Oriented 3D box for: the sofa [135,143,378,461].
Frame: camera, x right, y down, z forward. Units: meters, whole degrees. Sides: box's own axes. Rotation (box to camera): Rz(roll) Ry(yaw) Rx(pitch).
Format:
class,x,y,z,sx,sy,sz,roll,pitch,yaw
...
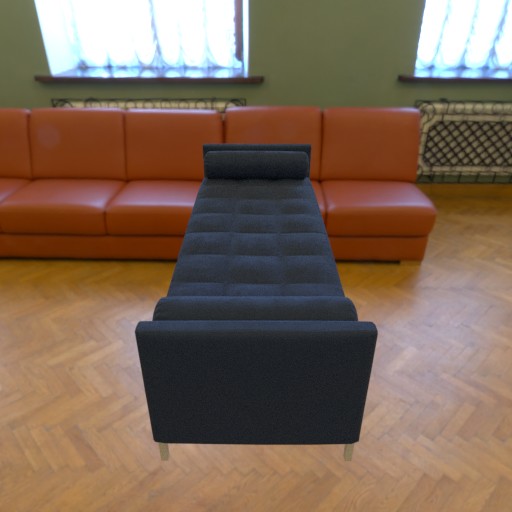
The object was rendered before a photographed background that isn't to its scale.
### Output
class,x,y,z,sx,sy,sz,roll,pitch,yaw
sofa,0.000,0.000,2.441,0.797,0.657,2.102,0,30,0
